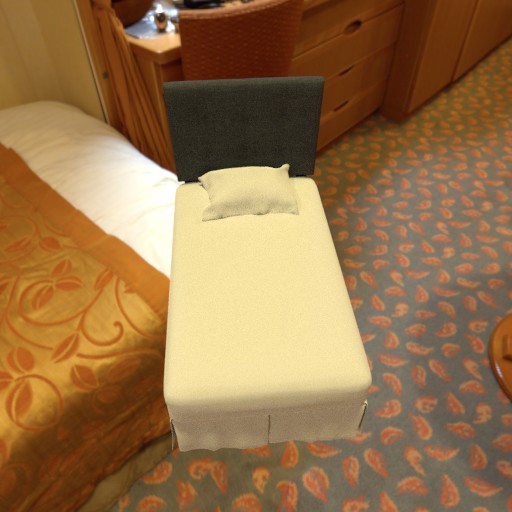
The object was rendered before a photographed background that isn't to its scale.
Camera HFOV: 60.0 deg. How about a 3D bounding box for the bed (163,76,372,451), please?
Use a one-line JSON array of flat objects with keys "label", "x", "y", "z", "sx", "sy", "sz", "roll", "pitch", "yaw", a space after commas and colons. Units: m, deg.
[{"label": "bed", "x": 0.000, "y": 0.000, "z": 3.016, "sx": 1.261, "sy": 1.571, "sz": 1.997, "roll": -4, "pitch": 47, "yaw": -3}]
